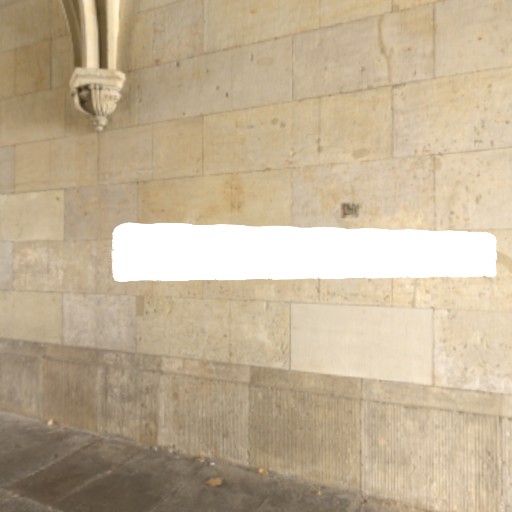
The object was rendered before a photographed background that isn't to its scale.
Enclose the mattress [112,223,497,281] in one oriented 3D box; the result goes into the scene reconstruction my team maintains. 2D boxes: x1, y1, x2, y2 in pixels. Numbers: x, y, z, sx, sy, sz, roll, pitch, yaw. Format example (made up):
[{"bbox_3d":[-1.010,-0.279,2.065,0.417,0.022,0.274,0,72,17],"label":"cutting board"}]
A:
[{"bbox_3d":[0.000,0.000,2.585,1.600,0.200,1.900,0,-1,-18],"label":"mattress"}]
